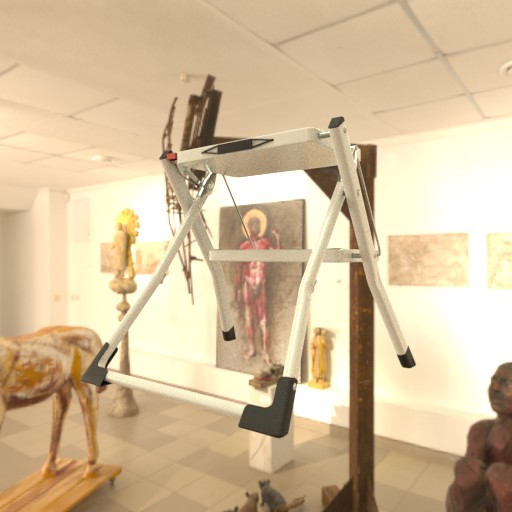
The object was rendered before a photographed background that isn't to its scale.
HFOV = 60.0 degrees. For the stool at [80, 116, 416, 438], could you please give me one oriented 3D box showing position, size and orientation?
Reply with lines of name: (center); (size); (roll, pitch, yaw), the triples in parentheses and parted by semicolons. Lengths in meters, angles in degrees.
stool: (0.000, 0.000, 0.862); (0.485, 0.445, 0.490); (0, 0, 36)
